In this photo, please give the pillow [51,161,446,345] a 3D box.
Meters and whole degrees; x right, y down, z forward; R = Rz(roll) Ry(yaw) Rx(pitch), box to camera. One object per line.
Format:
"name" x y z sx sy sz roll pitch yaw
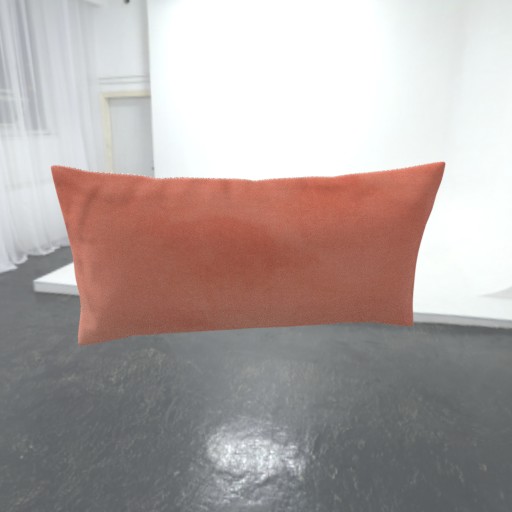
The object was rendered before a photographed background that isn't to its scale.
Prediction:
"pillow" 0.000 0.000 0.739 0.608 0.307 0.155 -2 16 -7
